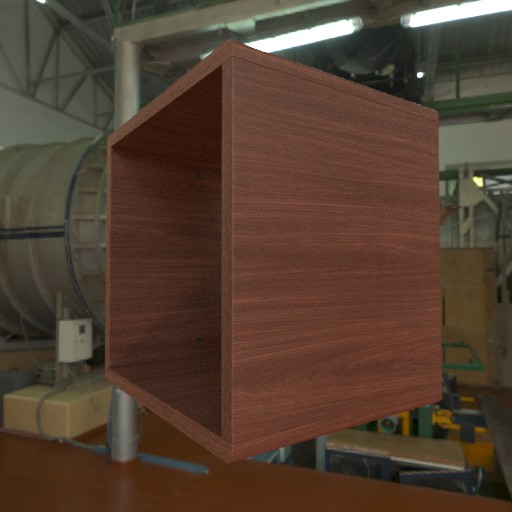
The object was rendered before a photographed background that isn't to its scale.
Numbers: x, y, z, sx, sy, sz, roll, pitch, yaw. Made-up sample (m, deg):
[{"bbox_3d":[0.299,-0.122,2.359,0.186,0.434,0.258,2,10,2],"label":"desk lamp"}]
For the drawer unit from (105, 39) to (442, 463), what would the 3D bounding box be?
[{"bbox_3d":[0.000,0.000,0.586,0.290,0.351,0.349,1,-2,-35],"label":"drawer unit"}]
